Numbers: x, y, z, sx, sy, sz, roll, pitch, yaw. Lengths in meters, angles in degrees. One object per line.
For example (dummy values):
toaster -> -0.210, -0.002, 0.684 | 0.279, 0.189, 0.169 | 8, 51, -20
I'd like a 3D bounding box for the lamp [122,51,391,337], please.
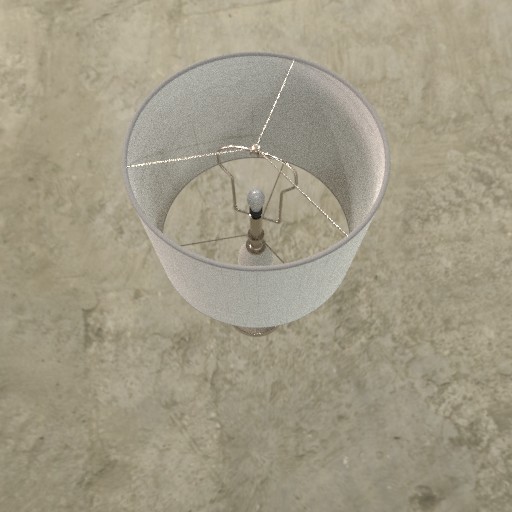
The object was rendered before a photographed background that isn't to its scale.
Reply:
lamp -> 0.000, 0.000, 0.719 | 0.282, 0.559, 0.280 | 18, 67, 8
